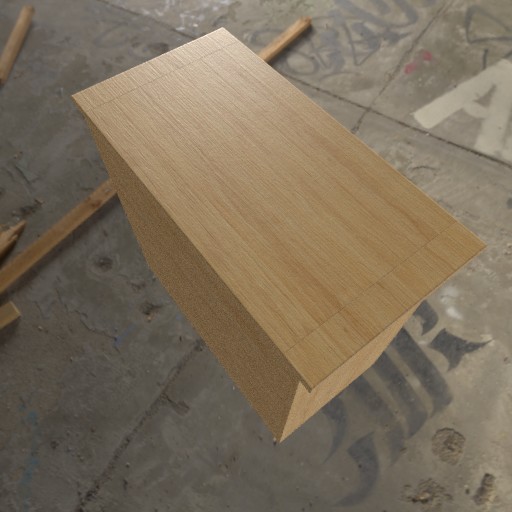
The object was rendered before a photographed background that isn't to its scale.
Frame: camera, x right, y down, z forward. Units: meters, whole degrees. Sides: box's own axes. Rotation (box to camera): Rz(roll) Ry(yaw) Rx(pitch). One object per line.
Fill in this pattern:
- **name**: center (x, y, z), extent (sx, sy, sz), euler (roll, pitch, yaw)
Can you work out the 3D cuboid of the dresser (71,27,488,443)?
- **dresser**: center (0.000, 0.000, 1.187), extent (0.410, 0.730, 0.800), euler (-34, 65, -18)
